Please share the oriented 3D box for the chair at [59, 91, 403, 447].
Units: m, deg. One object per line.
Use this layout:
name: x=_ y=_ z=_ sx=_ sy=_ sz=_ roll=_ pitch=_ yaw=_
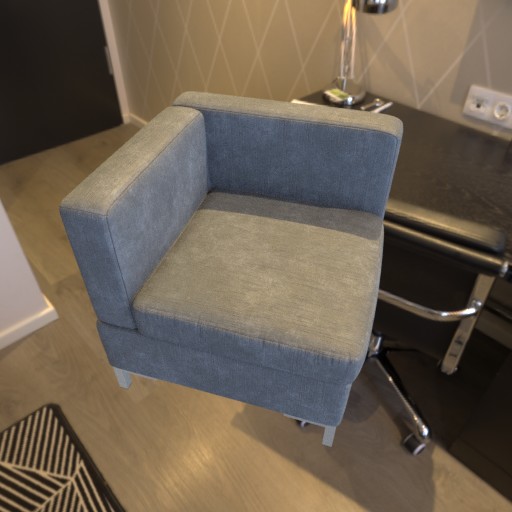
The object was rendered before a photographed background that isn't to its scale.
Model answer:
chair: x=0.000 y=0.000 z=1.252 sx=0.680 sy=0.660 sz=0.680 roll=11 pitch=42 yaw=13
